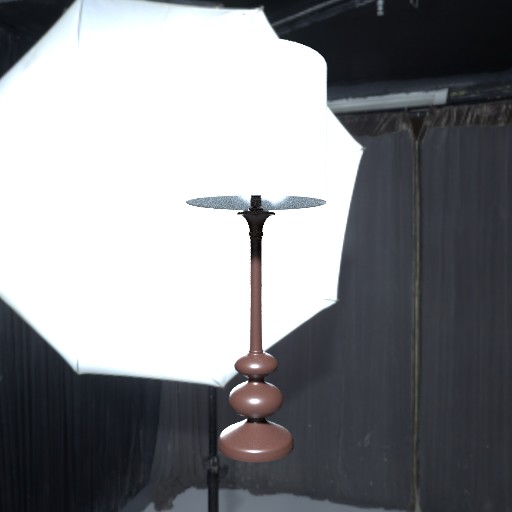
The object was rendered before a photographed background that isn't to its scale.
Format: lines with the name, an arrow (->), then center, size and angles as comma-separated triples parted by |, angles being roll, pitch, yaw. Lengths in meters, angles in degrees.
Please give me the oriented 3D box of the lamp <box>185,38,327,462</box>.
lamp -> 0.000, 0.000, 0.803 | 0.254, 0.690, 0.254 | 0, 0, 17
